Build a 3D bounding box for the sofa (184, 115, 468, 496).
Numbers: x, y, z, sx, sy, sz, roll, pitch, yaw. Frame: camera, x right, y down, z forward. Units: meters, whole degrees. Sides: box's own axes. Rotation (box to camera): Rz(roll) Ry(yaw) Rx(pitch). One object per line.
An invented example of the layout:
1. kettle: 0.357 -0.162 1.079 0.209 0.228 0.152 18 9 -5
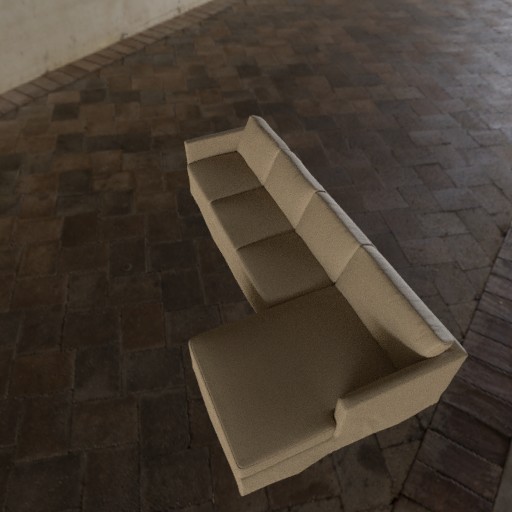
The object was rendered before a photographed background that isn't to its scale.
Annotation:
1. sofa: 0.000 0.000 3.790 1.622 0.871 3.206 -18 49 -16
